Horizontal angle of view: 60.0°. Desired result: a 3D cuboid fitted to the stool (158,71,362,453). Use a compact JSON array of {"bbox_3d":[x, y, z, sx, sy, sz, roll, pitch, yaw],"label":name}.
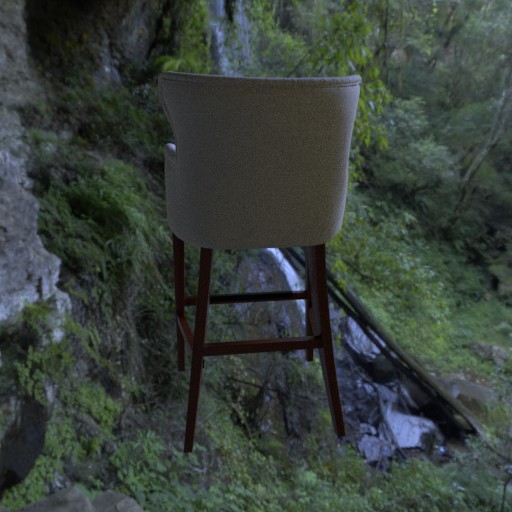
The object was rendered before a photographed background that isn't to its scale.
[{"bbox_3d":[0.000,0.000,1.384,0.556,1.034,0.563,-2,15,-8],"label":"stool"}]
